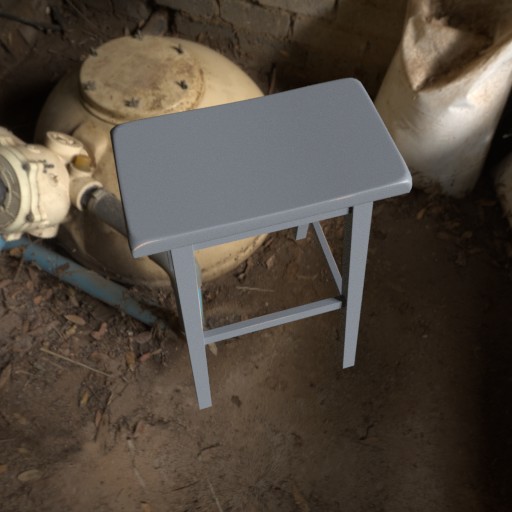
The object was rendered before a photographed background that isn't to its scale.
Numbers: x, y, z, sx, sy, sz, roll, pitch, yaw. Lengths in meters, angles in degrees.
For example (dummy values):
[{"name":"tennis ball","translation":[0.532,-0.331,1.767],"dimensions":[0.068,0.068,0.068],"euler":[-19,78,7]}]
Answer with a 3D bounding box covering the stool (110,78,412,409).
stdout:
[{"name":"stool","translation":[0.000,0.000,1.037],"dimensions":[0.457,0.737,0.476],"euler":[-14,64,-7]}]
